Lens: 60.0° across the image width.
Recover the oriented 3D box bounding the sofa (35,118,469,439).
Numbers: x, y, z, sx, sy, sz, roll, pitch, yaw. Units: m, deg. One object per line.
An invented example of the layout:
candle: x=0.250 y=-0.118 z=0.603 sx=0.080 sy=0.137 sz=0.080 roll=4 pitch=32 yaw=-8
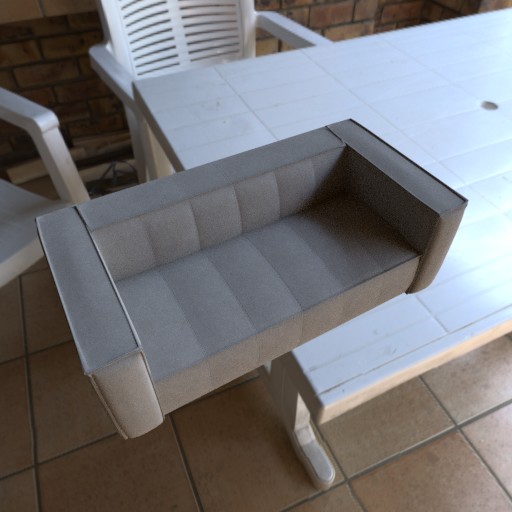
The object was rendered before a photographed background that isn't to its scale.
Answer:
sofa: x=0.000 y=0.000 z=2.446 sx=1.995 sy=0.680 sz=1.038 roll=-22 pitch=50 yaw=-20
